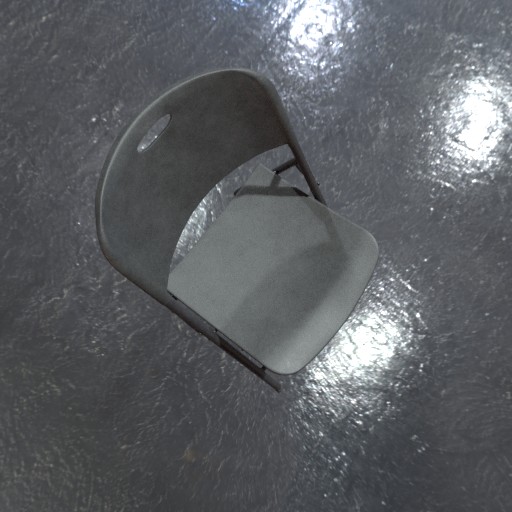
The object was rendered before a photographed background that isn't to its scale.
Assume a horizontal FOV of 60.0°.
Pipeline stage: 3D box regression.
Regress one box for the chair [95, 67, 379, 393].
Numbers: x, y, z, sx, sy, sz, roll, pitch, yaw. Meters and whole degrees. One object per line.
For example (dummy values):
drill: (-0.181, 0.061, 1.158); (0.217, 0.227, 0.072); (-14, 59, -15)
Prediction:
chair: (0.000, 0.000, 1.163); (0.566, 0.810, 0.494); (36, 79, 9)
